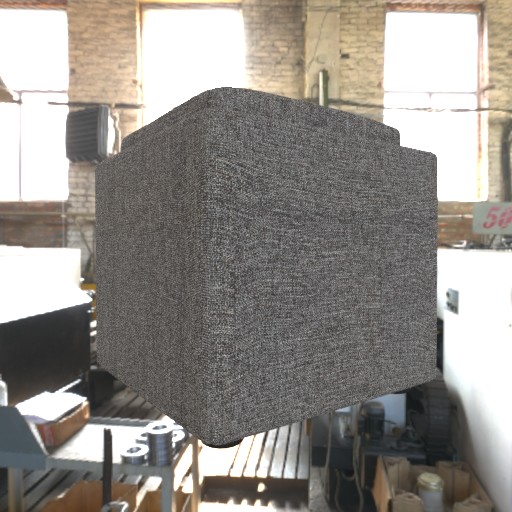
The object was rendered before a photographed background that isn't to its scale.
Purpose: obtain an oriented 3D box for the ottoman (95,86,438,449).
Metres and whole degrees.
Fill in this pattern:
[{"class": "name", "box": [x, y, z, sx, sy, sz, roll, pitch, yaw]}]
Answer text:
[{"class": "ottoman", "box": [0.000, 0.000, 0.800, 0.450, 0.460, 0.450, -1, 2, -35]}]
